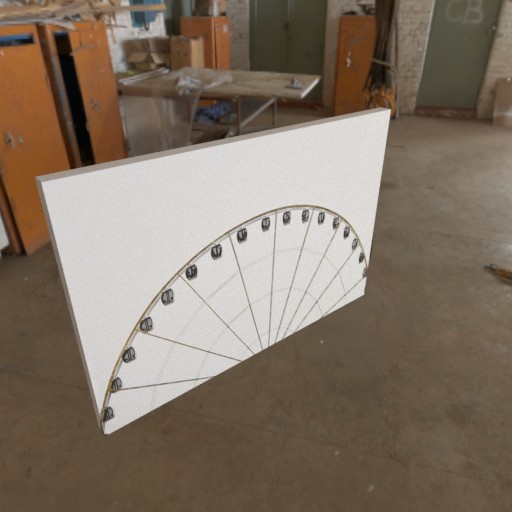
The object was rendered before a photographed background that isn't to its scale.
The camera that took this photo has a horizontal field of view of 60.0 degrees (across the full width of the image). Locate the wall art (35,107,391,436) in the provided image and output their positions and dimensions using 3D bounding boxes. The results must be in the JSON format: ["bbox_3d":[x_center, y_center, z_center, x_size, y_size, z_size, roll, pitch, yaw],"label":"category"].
[{"bbox_3d":[0.000,0.000,1.104,0.898,0.601,0.038,-21,36,-33],"label":"wall art"}]
